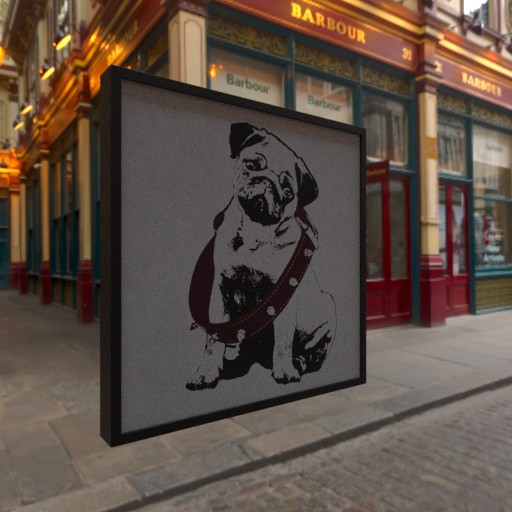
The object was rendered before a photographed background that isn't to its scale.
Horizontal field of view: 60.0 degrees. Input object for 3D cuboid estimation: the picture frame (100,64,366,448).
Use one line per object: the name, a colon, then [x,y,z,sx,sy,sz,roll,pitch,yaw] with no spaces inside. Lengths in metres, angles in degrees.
picture frame: [0.000,0.000,0.471,0.317,0.317,0.030,0,0,-36]
